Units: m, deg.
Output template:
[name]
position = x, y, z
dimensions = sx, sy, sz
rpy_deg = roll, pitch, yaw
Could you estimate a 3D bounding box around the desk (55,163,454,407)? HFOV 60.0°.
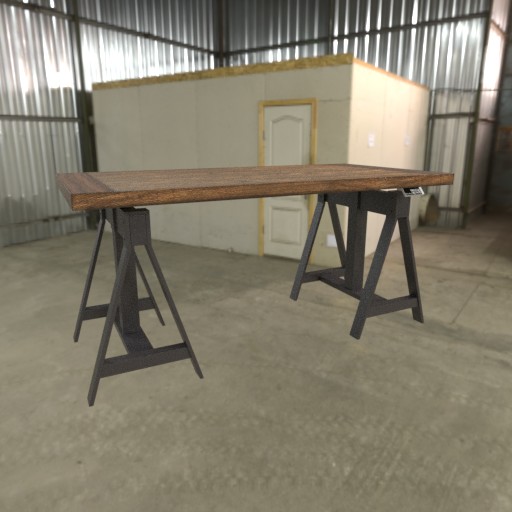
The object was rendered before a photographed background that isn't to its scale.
[desk]
position = 0.000, 0.000, 1.978
dimensions = 1.543, 0.725, 0.784
rpy_deg = -8, 17, -26
